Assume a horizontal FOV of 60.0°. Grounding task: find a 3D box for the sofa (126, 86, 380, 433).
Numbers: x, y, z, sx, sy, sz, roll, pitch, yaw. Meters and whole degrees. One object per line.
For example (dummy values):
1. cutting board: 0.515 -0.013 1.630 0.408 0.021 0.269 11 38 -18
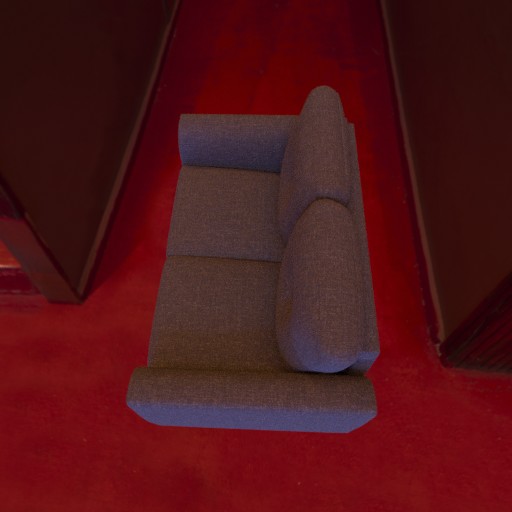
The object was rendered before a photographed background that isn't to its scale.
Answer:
1. sofa: 0.000 0.000 1.973 0.851 0.885 1.423 2 58 1
